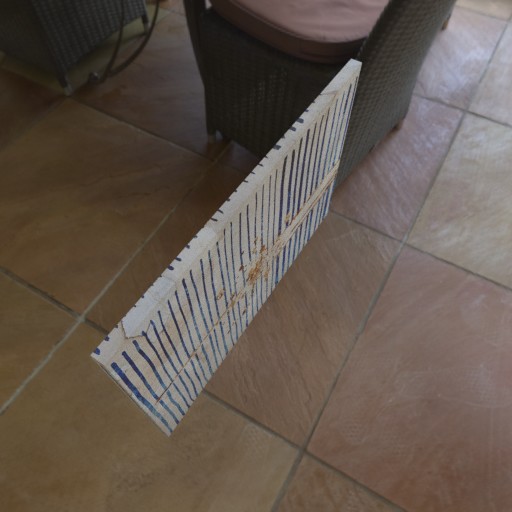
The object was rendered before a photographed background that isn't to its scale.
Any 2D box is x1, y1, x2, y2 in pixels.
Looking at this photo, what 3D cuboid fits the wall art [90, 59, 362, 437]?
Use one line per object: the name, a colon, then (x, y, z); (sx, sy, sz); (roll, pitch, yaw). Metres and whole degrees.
wall art: (0.000, 0.000, 1.443); (0.038, 0.757, 1.143); (29, 62, 17)
